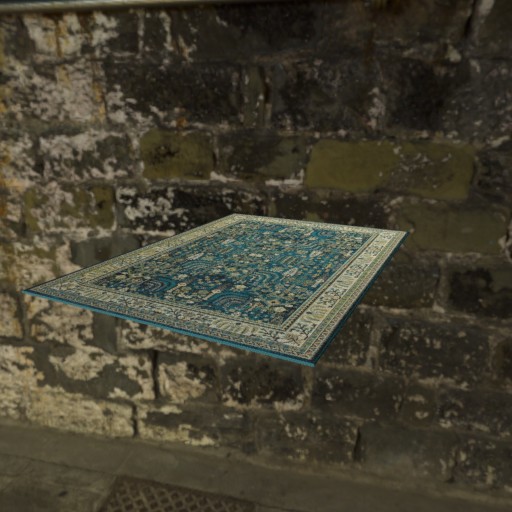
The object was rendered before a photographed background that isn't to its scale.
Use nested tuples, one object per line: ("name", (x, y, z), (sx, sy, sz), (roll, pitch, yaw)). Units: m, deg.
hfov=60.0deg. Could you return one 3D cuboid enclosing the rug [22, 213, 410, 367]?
("rug", (0.000, 0.000, 2.889), (1.594, 0.013, 2.213), (9, 19, 26))
